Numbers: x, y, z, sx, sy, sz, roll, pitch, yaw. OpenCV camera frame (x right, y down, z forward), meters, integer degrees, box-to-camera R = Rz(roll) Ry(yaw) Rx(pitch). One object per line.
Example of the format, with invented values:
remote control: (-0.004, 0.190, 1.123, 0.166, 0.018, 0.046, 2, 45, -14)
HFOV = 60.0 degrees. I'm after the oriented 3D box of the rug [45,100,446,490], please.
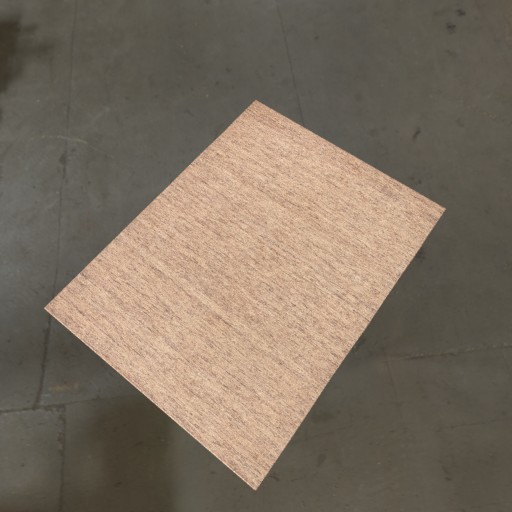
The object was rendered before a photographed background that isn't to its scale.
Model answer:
rug: (0.000, 0.000, 4.301, 2.448, 0.013, 3.205, 35, 69, 15)
